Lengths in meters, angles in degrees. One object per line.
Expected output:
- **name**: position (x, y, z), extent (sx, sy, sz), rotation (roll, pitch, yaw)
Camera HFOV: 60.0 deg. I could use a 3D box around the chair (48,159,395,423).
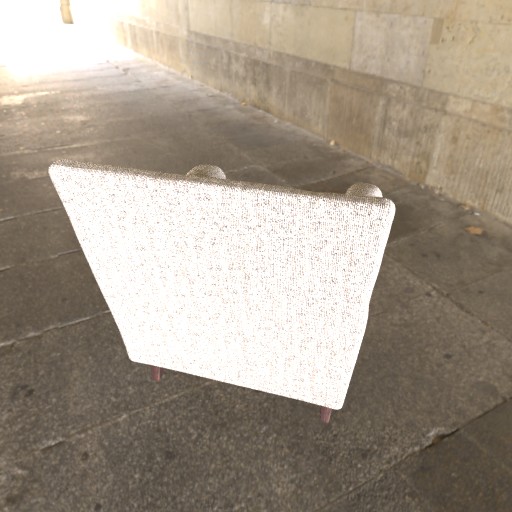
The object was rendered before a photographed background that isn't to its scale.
- **chair**: position (0.000, 0.000, 1.616), extent (0.864, 0.928, 0.873), rotation (9, 34, 14)
